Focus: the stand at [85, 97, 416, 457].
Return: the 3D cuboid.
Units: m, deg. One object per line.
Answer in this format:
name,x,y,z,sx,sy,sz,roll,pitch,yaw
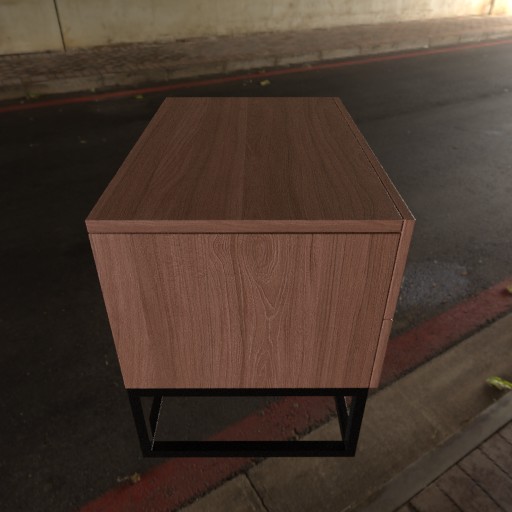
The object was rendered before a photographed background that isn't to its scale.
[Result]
stand,0.000,0.000,0.931,0.420,0.500,0.600,0,33,0
